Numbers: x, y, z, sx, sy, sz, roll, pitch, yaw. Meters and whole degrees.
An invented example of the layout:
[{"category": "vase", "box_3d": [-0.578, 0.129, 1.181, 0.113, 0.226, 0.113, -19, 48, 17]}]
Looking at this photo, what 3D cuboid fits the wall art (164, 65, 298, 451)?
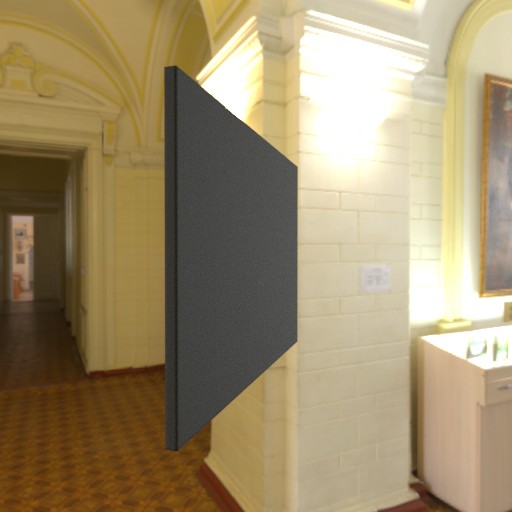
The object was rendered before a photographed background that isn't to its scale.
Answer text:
[{"category": "wall art", "box_3d": [0.000, 0.000, 1.219, 0.049, 0.659, 0.964, 0, 1, 19]}]
